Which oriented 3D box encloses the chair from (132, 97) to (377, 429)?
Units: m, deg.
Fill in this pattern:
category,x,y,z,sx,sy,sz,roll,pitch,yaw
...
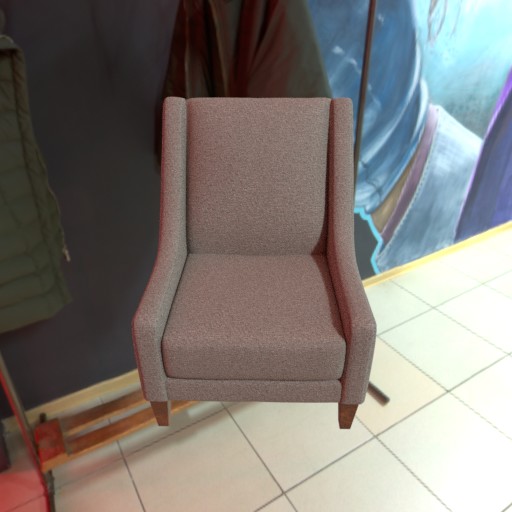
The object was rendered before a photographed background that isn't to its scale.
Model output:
category,x,y,z,sx,sy,sz,roll,pitch,yaw
chair,0.000,0.000,1.686,0.774,1.016,0.870,1,30,1
